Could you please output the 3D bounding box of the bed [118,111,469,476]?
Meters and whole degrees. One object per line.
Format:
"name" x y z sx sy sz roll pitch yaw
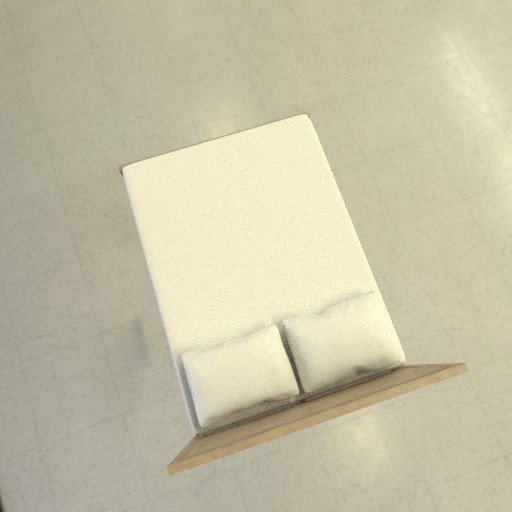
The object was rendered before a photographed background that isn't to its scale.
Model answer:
"bed" 0.000 0.000 3.158 1.606 1.369 2.189 -17 76 -4
